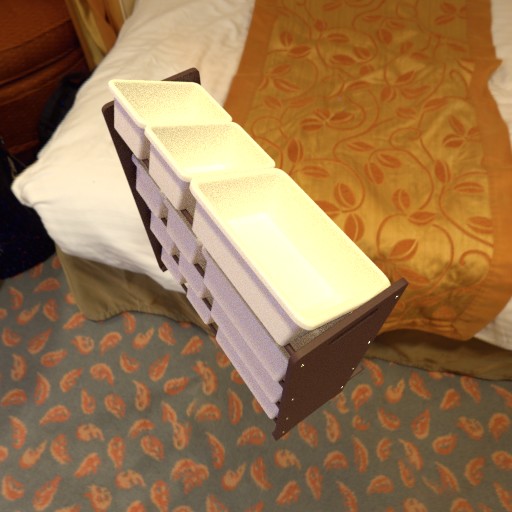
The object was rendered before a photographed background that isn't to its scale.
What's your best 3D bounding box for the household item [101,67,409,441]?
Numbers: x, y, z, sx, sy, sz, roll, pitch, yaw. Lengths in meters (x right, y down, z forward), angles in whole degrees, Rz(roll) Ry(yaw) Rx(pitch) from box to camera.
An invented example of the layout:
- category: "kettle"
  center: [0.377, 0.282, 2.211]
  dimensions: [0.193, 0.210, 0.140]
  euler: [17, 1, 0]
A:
- category: "household item"
  center: [0.000, 0.000, 1.280]
  dimensions: [0.389, 0.864, 0.787]
  euler: [-31, 63, -17]
